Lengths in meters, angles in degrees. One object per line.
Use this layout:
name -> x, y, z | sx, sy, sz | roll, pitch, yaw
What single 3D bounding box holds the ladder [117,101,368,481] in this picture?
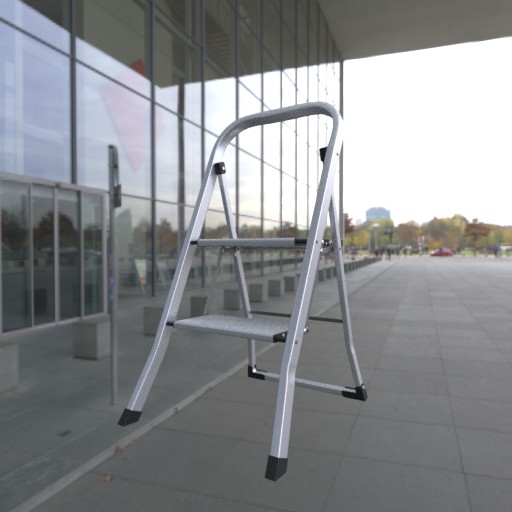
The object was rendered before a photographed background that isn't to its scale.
ladder -> 0.000, 0.000, 1.168 | 0.465, 0.830, 0.530 | 1, 1, 35
